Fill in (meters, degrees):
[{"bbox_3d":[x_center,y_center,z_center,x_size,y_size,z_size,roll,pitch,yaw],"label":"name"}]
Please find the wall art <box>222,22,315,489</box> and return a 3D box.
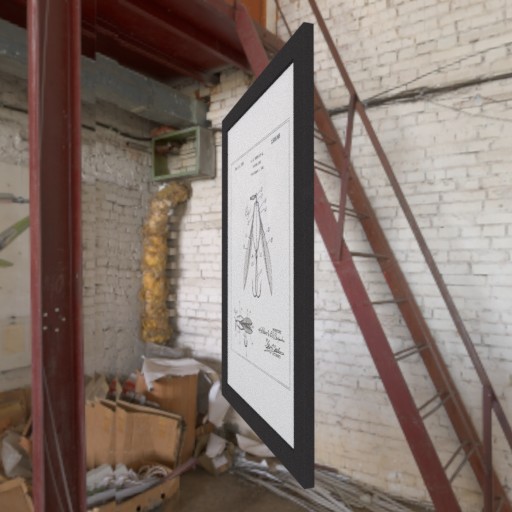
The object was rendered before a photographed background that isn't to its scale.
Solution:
[{"bbox_3d":[0.000,0.000,0.688,0.013,0.534,0.380,0,-1,-19],"label":"wall art"}]
